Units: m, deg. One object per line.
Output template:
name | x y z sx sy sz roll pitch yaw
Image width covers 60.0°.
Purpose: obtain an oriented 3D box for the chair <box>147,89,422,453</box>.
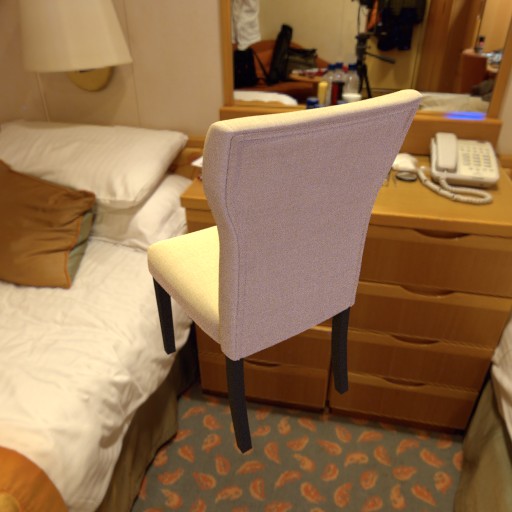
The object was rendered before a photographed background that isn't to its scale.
chair | 0.000 0.000 1.256 0.509 0.921 0.597 -19 35 -29
